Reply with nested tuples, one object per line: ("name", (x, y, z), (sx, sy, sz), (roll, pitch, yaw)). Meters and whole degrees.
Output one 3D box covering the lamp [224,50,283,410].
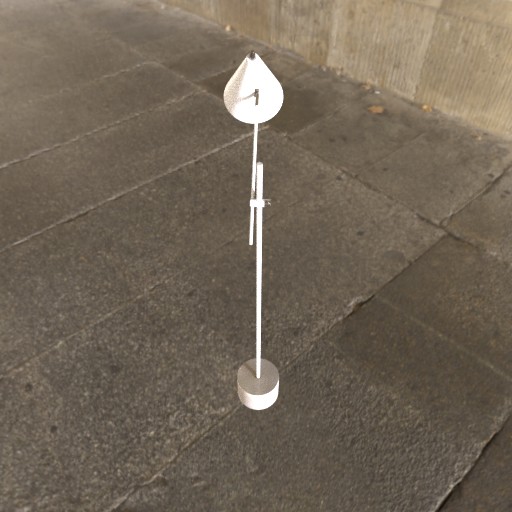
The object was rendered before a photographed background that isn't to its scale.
("lamp", (0.000, 0.000, 1.645), (0.223, 1.430, 0.508), (2, 45, 2))
